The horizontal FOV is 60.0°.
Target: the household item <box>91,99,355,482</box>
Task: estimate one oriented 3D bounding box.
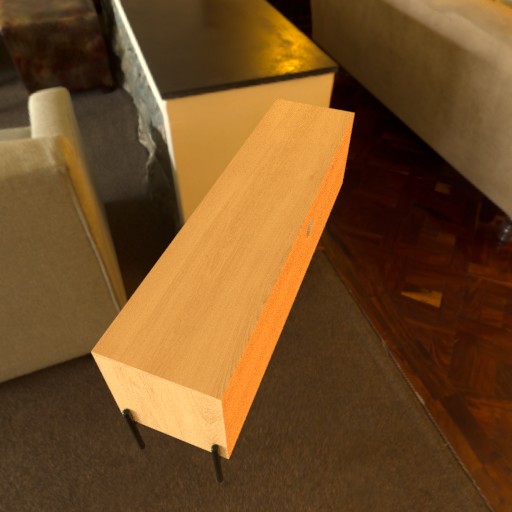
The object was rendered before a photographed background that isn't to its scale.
[{"bbox_3d":[0.000,0.000,1.835,0.400,0.600,1.550,16,48,14],"label":"household item"}]
